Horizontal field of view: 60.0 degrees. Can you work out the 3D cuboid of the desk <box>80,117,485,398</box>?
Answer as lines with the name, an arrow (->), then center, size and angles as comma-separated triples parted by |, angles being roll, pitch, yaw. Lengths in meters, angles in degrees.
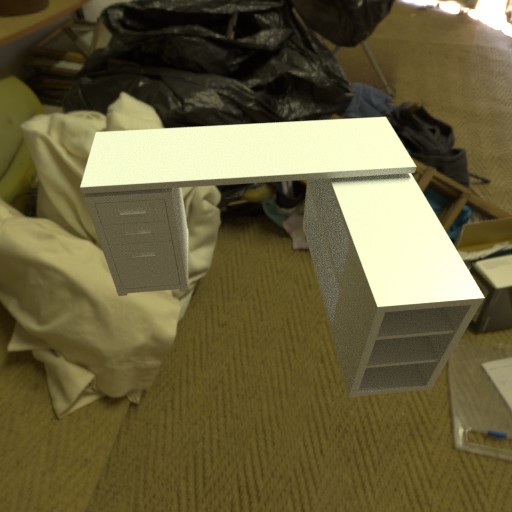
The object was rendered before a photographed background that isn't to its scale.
desk -> 0.000, 0.000, 2.175 | 1.524, 0.753, 1.200 | -4, 46, -4
